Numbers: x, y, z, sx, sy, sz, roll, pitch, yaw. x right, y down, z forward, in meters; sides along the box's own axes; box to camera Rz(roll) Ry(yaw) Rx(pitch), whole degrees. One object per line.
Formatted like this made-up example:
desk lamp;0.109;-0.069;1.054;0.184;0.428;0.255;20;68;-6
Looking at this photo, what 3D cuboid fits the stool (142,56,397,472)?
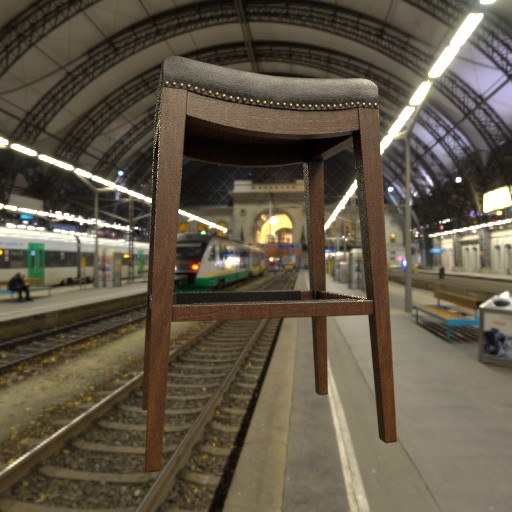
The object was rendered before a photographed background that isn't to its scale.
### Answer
stool;0.000;0.000;1.018;0.500;0.765;0.361;0;-1;-15
